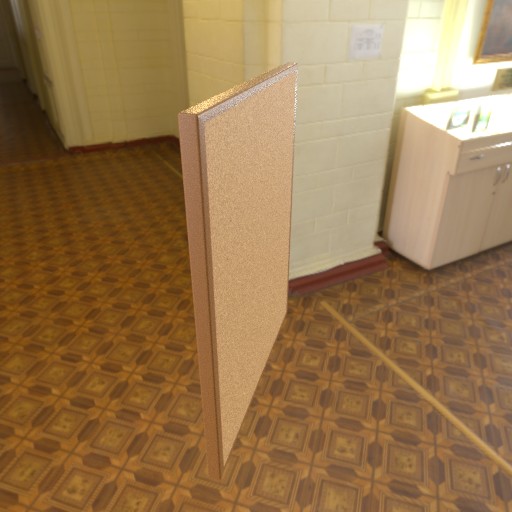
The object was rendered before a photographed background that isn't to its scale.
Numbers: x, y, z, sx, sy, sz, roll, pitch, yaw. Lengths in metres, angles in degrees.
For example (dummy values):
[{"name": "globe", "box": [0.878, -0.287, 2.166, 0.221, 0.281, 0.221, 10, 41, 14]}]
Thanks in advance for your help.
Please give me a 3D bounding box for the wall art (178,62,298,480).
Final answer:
[{"name": "wall art", "box": [0.000, 0.000, 0.509, 0.015, 0.379, 0.310, 8, 31, 15]}]
